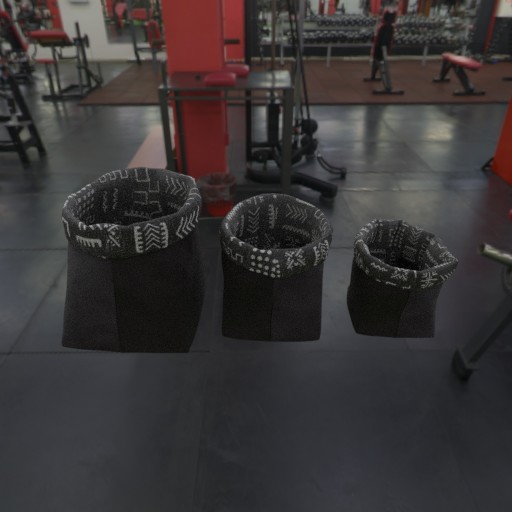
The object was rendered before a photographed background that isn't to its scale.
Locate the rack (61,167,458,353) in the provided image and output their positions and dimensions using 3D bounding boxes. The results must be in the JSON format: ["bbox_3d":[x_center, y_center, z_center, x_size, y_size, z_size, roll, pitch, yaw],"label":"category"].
[{"bbox_3d":[0.000,0.000,1.084,0.905,0.323,0.379,1,32,2],"label":"rack"}]
